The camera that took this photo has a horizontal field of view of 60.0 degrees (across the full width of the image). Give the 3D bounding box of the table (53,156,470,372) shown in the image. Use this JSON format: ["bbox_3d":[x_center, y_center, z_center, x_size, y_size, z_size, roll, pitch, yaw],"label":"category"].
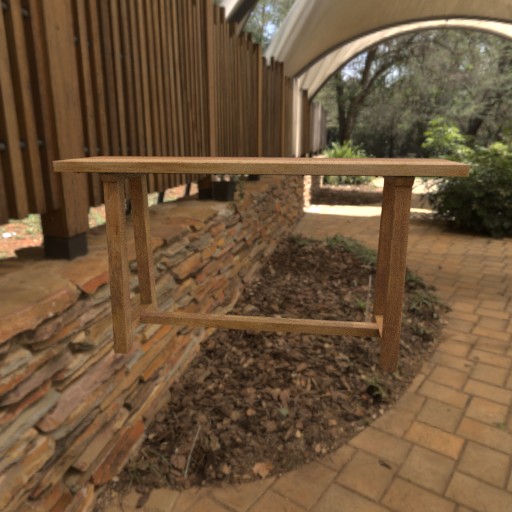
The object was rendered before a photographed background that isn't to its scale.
[{"bbox_3d":[0.000,0.000,1.907,1.524,0.810,0.405,2,16,8],"label":"table"}]
